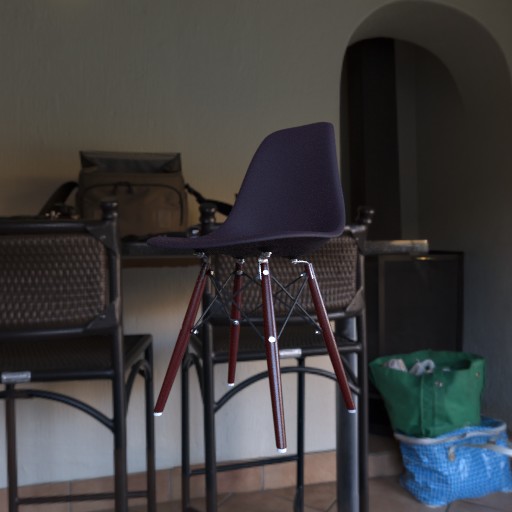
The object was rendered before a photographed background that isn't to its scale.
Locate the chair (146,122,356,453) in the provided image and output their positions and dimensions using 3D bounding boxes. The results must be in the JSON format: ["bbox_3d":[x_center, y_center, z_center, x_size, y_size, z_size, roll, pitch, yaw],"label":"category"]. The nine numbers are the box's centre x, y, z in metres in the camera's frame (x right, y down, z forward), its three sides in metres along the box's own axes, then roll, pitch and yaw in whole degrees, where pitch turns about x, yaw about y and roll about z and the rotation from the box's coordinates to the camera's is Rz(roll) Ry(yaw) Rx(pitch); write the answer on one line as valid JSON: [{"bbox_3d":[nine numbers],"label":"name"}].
[{"bbox_3d":[0.000,0.000,1.189,0.470,0.826,0.533,0,-1,35],"label":"chair"}]
